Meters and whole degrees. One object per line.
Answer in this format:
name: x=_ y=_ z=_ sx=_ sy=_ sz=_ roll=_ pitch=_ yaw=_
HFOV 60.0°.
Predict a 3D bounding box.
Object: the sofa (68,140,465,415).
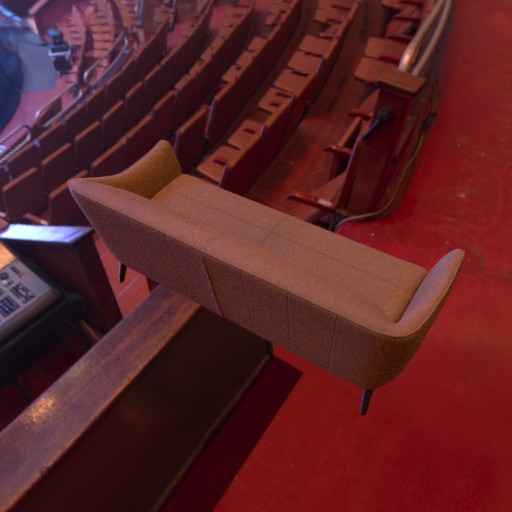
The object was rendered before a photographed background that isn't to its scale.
sofa: x=0.000 y=0.000 z=2.411 sx=1.928 sy=0.830 sz=0.869 roll=24 pitch=50 yaw=22
